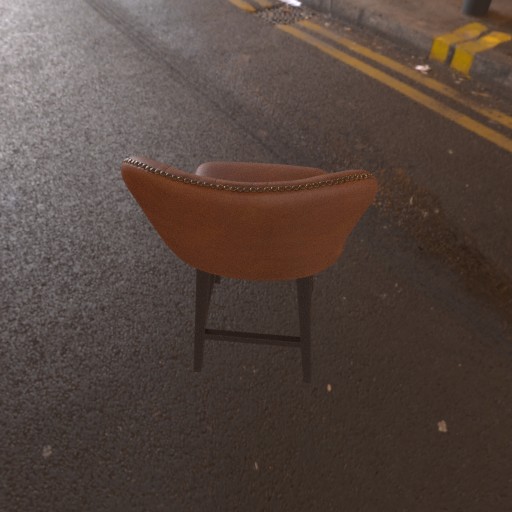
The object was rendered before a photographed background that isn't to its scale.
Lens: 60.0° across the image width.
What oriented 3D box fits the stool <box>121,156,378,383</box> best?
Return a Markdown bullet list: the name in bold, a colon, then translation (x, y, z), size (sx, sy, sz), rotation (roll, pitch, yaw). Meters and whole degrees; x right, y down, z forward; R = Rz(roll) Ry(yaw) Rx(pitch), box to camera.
- **stool**: translation (0.000, 0.000, 1.339), size (0.528, 0.971, 0.593), rotation (4, 48, 4)
